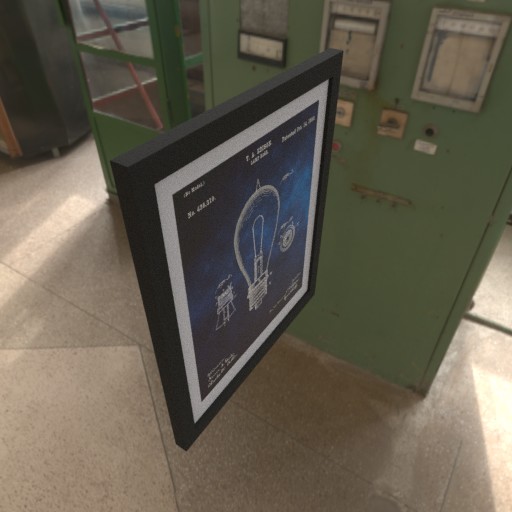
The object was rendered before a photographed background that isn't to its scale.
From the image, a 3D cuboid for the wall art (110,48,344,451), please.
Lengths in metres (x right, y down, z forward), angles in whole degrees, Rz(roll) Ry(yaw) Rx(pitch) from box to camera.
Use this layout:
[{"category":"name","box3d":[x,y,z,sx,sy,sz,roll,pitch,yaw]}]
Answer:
[{"category":"wall art","box3d":[0.000,0.000,0.684,0.023,0.505,0.428,23,45,26]}]
